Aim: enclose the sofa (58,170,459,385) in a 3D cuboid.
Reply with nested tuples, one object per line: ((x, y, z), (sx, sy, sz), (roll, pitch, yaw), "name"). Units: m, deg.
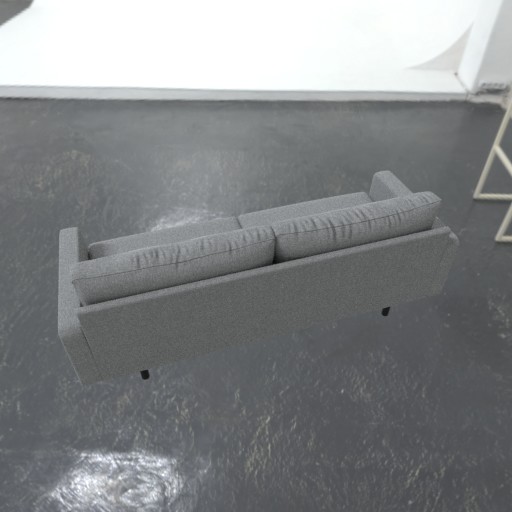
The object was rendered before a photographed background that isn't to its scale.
((0.000, 0.000, 2.720), (2.200, 0.880, 0.880), (-12, 44, -13), "sofa")
